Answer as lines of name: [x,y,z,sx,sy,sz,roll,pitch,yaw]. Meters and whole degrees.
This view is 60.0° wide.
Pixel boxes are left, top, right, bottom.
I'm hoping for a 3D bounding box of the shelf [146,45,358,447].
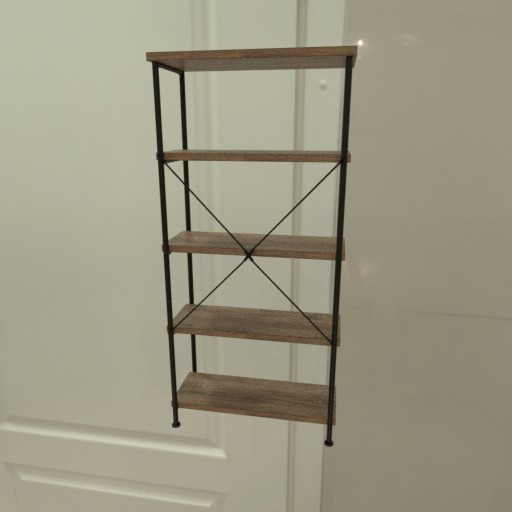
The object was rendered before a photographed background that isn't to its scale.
shelf: [0.000,0.000,2.049,0.800,1.700,0.360,3,16,10]
